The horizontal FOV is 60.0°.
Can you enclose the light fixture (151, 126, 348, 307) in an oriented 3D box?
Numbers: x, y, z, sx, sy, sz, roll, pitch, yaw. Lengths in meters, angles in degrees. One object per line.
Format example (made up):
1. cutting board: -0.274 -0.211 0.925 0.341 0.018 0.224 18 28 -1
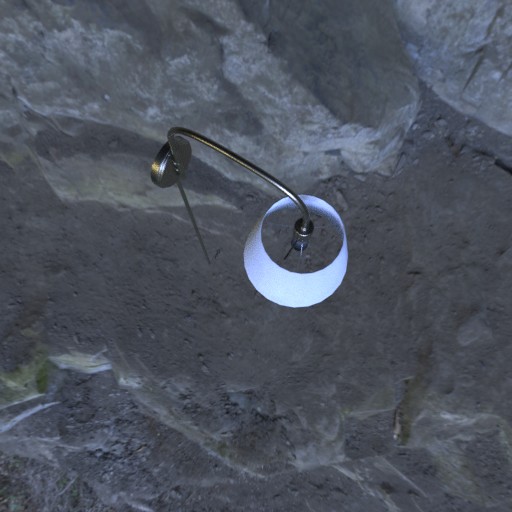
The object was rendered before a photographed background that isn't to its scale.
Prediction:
1. light fixture: 0.000 0.000 0.475 0.176 0.399 0.092 32 76 9
